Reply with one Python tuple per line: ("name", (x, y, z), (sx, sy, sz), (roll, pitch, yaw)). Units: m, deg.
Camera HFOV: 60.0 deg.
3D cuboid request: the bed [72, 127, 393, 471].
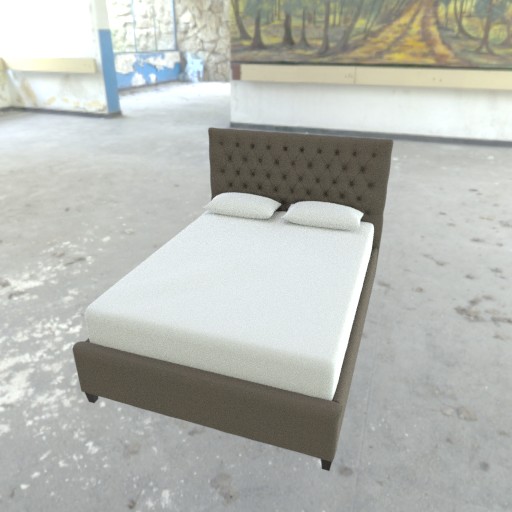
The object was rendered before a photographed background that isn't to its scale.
("bed", (0.000, 0.000, 3.334), (1.696, 1.426, 2.233), (9, 28, 17))
